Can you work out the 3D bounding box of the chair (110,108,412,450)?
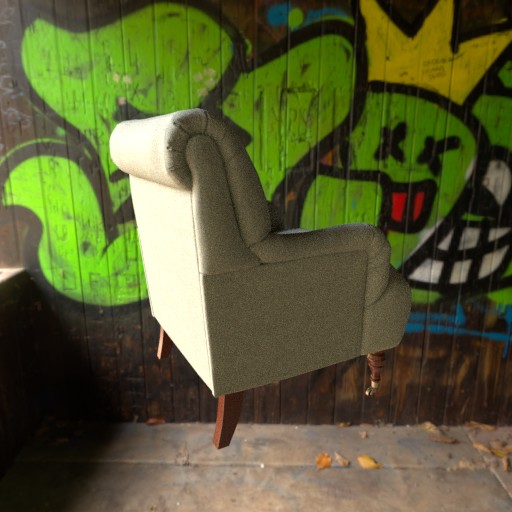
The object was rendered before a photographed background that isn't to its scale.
[{"bbox_3d":[0.000,0.000,1.974,1.060,1.178,0.964,-7,16,-26],"label":"chair"}]
